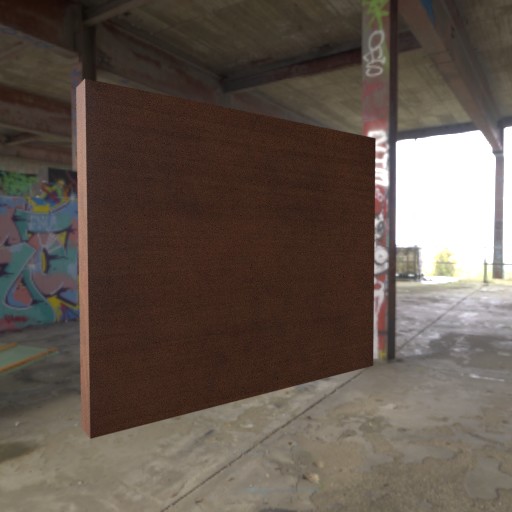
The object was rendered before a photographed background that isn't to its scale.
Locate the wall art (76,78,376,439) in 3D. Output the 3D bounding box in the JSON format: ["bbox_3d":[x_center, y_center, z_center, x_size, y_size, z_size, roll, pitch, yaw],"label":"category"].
[{"bbox_3d":[0.000,0.000,0.533,0.401,0.328,0.030,-2,3,-36],"label":"wall art"}]
